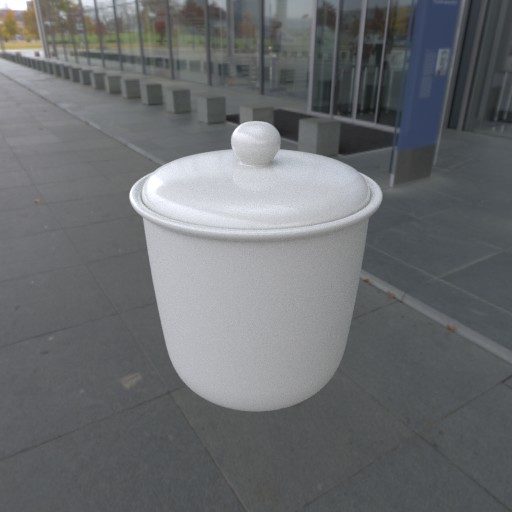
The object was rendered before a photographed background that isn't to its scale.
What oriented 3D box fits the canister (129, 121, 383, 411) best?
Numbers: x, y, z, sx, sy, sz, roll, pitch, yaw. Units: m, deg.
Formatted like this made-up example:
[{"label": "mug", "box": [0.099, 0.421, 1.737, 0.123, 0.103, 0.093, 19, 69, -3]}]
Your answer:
[{"label": "canister", "box": [0.000, 0.000, 0.354, 0.182, 0.208, 0.182, 0, 26, 0]}]
